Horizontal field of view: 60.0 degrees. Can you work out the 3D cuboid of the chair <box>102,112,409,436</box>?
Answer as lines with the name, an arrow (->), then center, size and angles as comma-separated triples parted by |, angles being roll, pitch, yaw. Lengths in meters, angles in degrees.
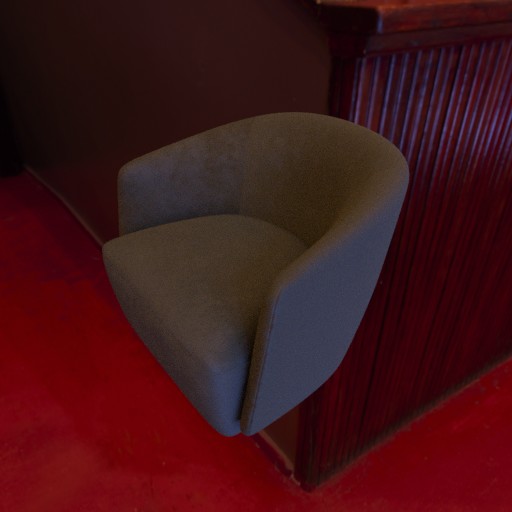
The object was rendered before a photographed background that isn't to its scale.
chair -> 0.000, 0.000, 1.356 | 0.767, 0.698, 0.773 | -23, 40, -31
